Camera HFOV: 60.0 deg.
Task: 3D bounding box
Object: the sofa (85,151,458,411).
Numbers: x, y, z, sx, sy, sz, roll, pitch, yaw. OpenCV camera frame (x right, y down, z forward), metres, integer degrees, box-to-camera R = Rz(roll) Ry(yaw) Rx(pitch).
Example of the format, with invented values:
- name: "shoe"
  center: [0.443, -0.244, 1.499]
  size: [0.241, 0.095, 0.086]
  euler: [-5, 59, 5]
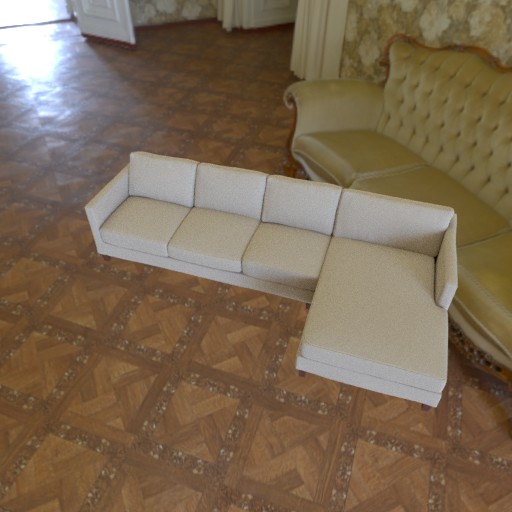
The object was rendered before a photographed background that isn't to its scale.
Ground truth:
- name: "sofa"
  center: [0.000, 0.000, 3.832]
  size: [3.186, 0.861, 1.625]
  euler: [12, 44, 13]
